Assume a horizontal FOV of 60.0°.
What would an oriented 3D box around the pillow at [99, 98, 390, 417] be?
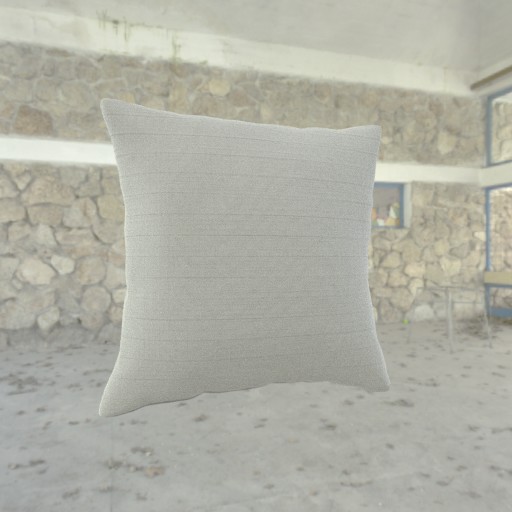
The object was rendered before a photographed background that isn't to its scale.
[{"bbox_3d":[0.000,0.000,0.705,0.470,0.464,0.175,0,0,-17],"label":"pillow"}]
